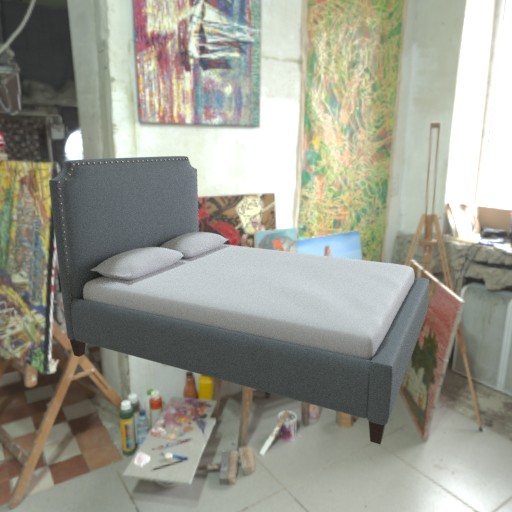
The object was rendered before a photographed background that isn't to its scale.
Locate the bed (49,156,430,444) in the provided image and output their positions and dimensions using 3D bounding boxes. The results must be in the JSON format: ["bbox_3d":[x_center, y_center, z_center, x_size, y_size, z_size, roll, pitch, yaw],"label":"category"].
[{"bbox_3d":[0.000,0.000,3.384,2.372,1.443,1.712,7,16,26],"label":"bed"}]
